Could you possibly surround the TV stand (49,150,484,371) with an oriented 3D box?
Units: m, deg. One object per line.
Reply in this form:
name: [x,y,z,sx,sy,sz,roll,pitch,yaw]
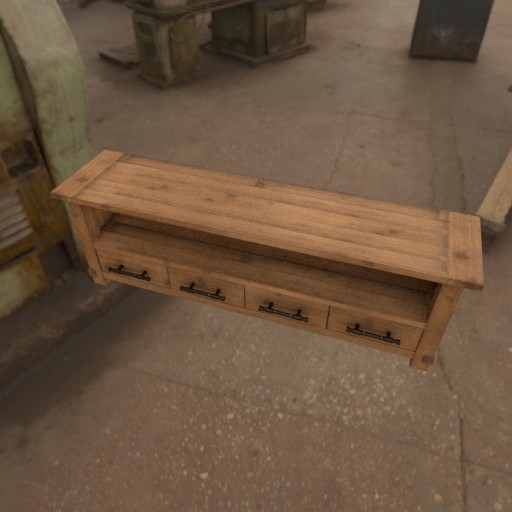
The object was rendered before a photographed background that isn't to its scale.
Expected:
TV stand: [0.000,0.000,2.081,1.804,0.573,0.453,13,42,14]
